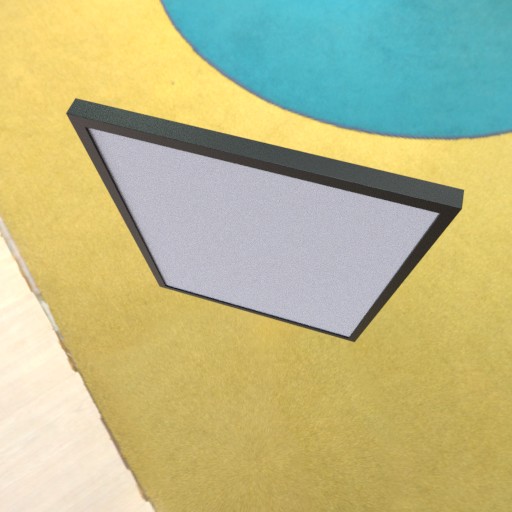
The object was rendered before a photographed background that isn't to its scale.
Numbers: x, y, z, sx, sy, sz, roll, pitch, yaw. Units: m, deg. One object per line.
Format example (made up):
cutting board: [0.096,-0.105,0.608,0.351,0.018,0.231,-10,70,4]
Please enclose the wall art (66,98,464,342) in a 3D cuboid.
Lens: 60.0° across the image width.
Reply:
wall art: [0.000,0.000,0.532,0.325,0.397,0.018,15,66,7]
